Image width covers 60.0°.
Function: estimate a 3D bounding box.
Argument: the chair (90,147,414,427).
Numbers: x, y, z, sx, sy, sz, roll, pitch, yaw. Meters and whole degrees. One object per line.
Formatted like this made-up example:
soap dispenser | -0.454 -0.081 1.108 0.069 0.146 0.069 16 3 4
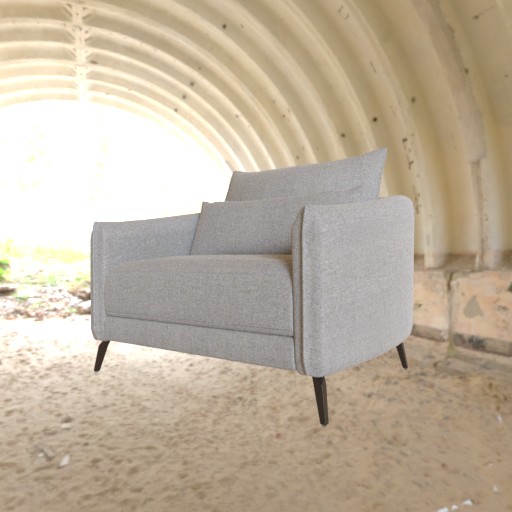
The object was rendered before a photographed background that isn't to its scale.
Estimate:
chair | 0.000 0.000 1.660 1.029 0.856 0.801 0 0 35
